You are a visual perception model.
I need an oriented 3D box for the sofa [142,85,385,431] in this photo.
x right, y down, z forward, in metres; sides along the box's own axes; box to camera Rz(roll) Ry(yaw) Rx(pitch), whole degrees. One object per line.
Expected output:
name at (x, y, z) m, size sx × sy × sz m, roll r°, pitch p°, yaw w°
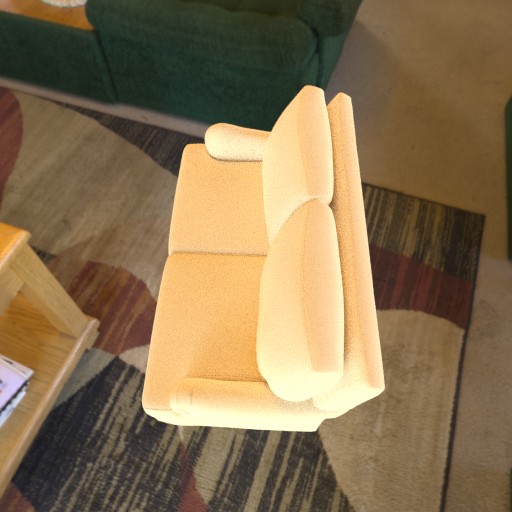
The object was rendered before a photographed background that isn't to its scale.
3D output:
sofa at (0.000, 0.000, 2.593) m, size 1.084 × 1.101 × 1.853 m, roll 2°, pitch 58°, yaw 1°
